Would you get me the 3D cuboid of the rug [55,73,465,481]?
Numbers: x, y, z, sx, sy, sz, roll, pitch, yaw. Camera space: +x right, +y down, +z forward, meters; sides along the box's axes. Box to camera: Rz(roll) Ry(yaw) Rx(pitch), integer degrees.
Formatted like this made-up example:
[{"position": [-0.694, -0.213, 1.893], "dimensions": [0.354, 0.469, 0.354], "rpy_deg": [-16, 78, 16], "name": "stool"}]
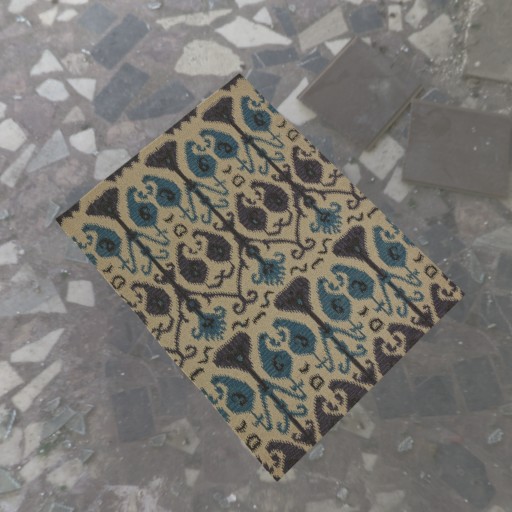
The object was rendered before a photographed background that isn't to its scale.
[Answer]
[{"position": [0.000, 0.000, 4.282], "dimensions": [2.443, 0.024, 3.228], "rpy_deg": [-42, 80, -9], "name": "rug"}]
